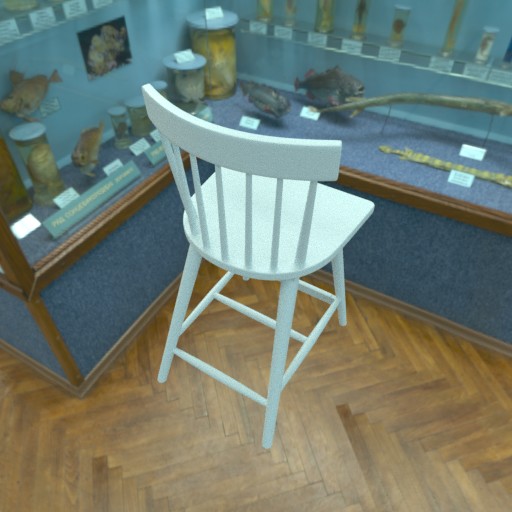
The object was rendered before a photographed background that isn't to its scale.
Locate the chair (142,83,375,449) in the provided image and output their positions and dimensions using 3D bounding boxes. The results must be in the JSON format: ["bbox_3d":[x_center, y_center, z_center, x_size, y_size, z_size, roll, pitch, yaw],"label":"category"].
[{"bbox_3d":[0.000,0.000,1.265,0.483,0.952,0.572,24,49,22],"label":"chair"}]
